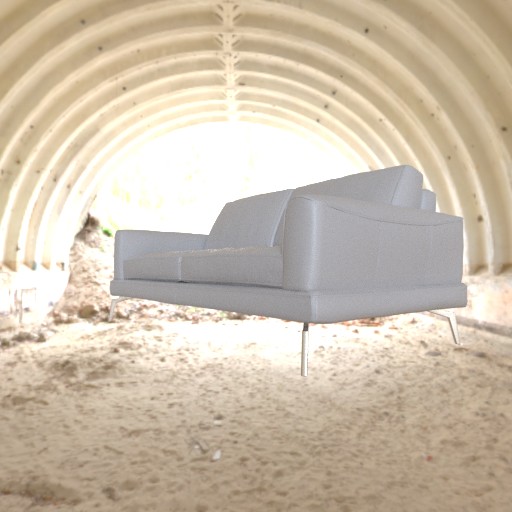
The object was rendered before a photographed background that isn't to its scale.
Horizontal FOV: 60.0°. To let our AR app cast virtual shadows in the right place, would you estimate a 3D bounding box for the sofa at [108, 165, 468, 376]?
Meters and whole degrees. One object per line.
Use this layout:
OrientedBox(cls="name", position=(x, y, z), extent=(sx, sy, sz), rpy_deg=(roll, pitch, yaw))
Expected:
OrientedBox(cls="sofa", position=(0.000, 0.000, 2.730), extent=(1.121, 0.930, 2.177), rpy_deg=(1, -2, -37))
